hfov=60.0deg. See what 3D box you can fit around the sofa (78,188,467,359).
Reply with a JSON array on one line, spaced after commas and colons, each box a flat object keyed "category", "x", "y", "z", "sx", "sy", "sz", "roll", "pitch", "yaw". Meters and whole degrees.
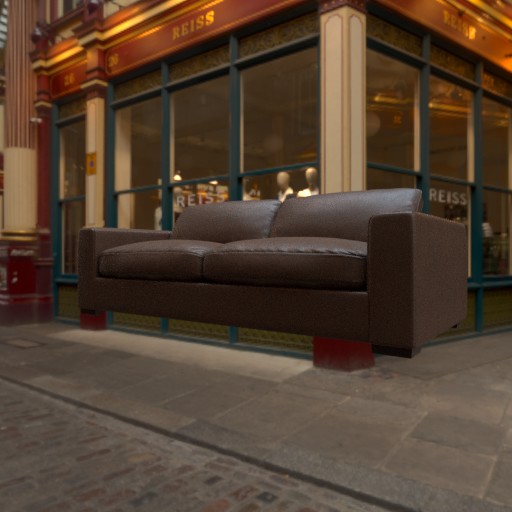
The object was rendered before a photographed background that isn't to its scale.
[{"category": "sofa", "x": 0.000, "y": 0.000, "z": 2.786, "sx": 2.262, "sy": 0.801, "sz": 1.070, "roll": 0, "pitch": 1, "yaw": 35}]
